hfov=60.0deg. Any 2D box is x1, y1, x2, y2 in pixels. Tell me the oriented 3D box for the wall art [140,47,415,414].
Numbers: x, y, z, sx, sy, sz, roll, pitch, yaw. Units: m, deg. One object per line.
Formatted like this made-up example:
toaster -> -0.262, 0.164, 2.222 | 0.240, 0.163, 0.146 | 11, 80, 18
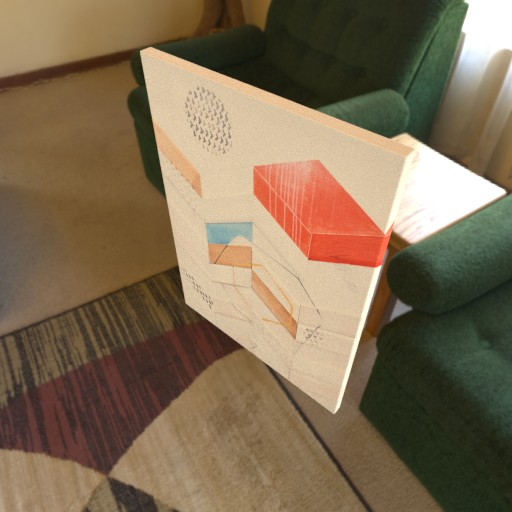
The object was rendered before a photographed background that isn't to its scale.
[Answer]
wall art -> 0.000, 0.000, 1.100 | 0.613, 0.848, 0.036 | 32, 53, 27
